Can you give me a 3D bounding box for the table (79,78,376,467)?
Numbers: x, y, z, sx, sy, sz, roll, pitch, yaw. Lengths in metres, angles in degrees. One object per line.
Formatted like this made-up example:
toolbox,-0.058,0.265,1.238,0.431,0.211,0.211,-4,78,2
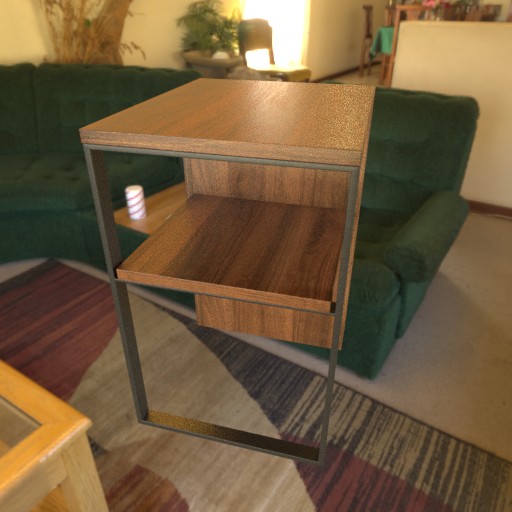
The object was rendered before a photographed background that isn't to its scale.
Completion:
table,0.000,0.000,1.566,0.660,1.041,0.786,8,31,13
